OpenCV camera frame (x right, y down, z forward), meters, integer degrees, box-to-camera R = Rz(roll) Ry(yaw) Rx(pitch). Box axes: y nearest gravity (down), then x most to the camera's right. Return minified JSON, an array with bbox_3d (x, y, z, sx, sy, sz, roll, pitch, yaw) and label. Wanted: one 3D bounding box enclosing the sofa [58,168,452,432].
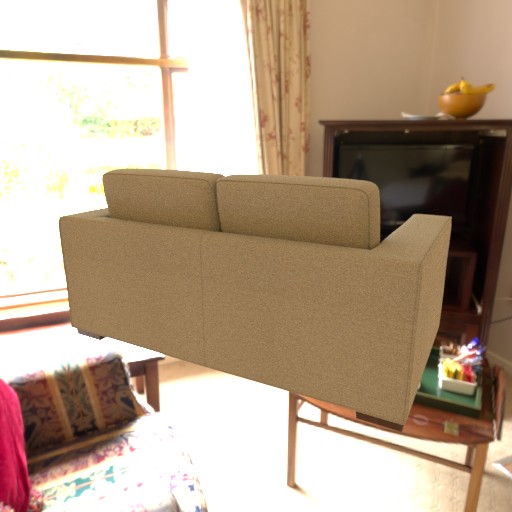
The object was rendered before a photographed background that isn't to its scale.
[{"bbox_3d":[0.000,0.000,2.373,1.812,0.924,1.007,8,18,27],"label":"sofa"}]
